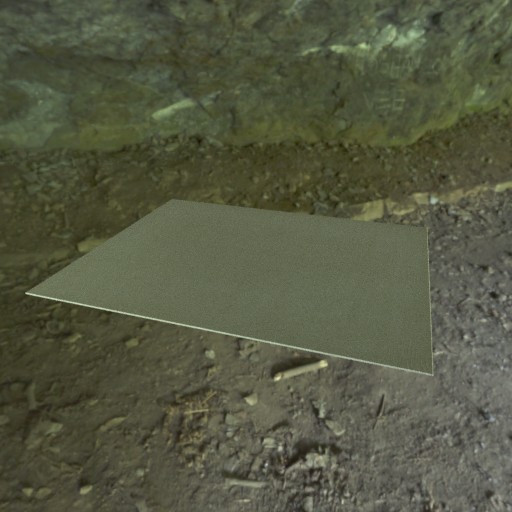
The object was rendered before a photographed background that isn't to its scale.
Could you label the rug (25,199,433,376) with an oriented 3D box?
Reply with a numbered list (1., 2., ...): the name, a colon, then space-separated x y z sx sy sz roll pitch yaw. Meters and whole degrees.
1. rug: 0.000 0.000 3.497 2.584 0.011 2.073 8 27 16
